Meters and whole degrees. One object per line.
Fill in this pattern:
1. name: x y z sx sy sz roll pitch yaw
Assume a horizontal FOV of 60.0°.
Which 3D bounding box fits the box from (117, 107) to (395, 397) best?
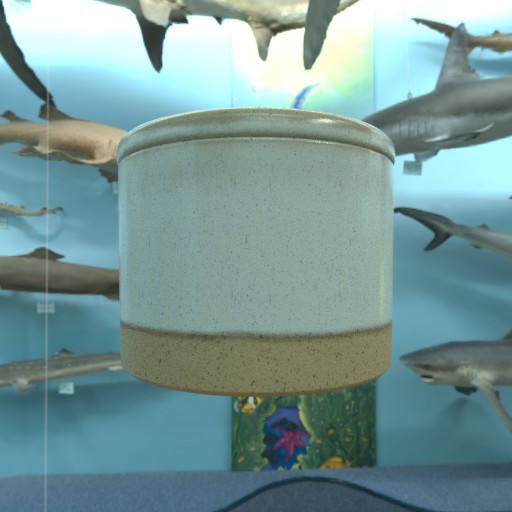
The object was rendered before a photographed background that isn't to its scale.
1. box: 0.000 0.000 0.256 0.154 0.123 0.154 0 -1 0
